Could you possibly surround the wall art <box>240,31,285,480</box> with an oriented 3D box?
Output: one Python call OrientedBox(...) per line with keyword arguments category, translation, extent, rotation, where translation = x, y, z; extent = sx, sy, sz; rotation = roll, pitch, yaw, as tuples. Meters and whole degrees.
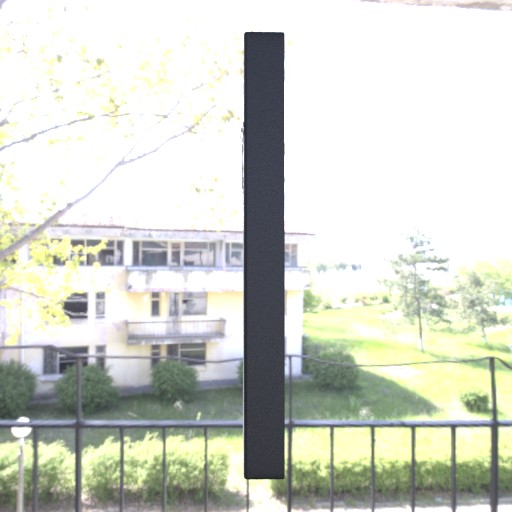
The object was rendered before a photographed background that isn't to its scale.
OrientedBox(category="wall art", translation=(0.000, 0.000, 0.602), extent=(0.041, 0.407, 0.406), rotation=(0, 0, -2))
